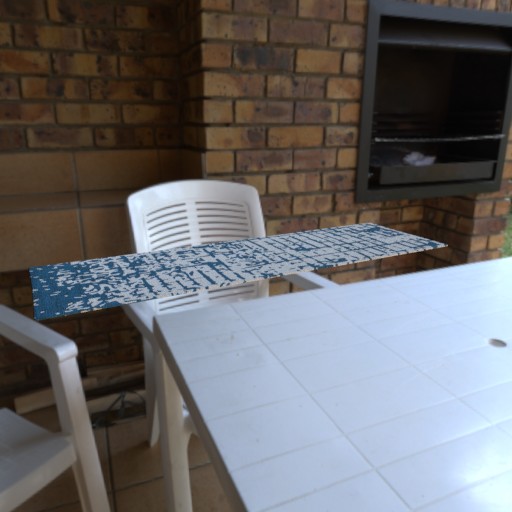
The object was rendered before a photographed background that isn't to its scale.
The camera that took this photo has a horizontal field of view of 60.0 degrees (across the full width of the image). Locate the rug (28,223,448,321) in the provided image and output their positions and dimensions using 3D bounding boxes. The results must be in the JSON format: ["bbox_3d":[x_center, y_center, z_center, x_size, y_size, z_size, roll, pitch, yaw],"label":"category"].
[{"bbox_3d":[0.000,0.000,2.661,2.435,0.011,0.750,-9,19,-26],"label":"rug"}]
